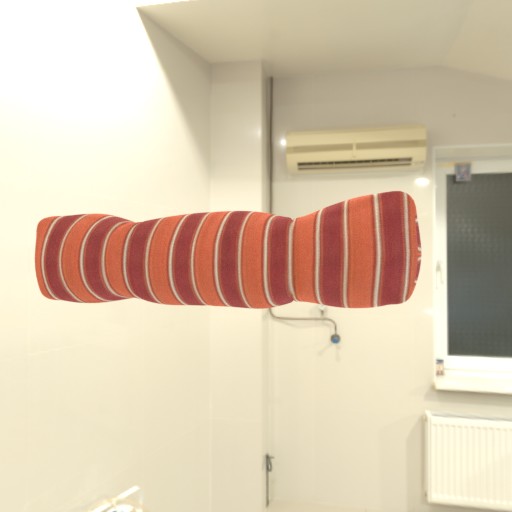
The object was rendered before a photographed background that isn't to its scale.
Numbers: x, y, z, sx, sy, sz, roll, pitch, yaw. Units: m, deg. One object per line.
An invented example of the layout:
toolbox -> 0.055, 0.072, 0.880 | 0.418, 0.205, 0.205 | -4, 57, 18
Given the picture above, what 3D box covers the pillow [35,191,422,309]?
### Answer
pillow -> 0.000, 0.000, 0.724 | 0.490, 0.133, 0.468 | 0, 0, 18
